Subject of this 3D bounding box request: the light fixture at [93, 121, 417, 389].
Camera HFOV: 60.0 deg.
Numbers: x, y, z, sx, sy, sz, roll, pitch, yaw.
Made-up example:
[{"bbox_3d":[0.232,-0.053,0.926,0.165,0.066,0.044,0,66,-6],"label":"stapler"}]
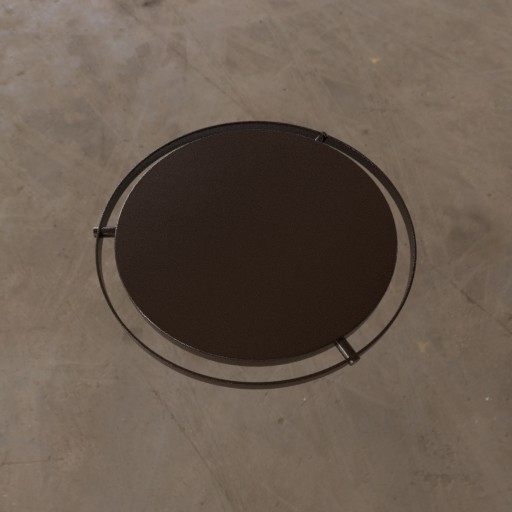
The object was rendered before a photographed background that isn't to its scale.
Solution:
[{"bbox_3d":[0.000,0.000,0.557,0.361,0.130,0.361,0,57,0],"label":"light fixture"}]
